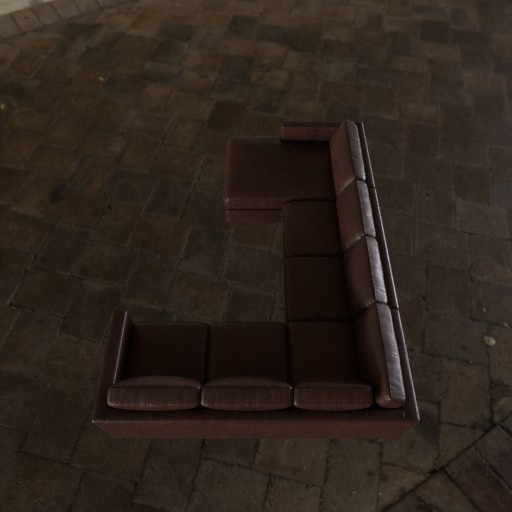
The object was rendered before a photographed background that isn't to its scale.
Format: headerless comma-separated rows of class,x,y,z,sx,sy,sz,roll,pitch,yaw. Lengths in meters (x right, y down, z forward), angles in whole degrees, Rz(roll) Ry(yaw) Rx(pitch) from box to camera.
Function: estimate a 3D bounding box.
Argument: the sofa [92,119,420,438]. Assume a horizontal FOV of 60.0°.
sofa,0.000,0.000,4.432,2.452,0.891,3.324,0,57,0
